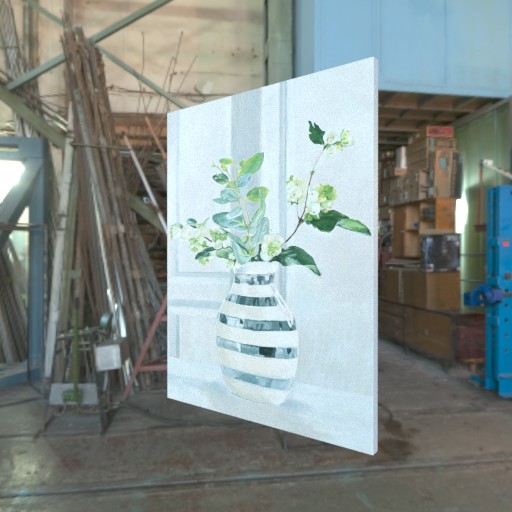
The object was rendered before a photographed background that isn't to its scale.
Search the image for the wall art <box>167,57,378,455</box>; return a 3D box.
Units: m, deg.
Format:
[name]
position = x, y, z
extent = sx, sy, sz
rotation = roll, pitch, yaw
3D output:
[wall art]
position = 0.000, 0.000, 1.632
extent = 0.914, 1.212, 0.038
rotation = 0, 0, 37
